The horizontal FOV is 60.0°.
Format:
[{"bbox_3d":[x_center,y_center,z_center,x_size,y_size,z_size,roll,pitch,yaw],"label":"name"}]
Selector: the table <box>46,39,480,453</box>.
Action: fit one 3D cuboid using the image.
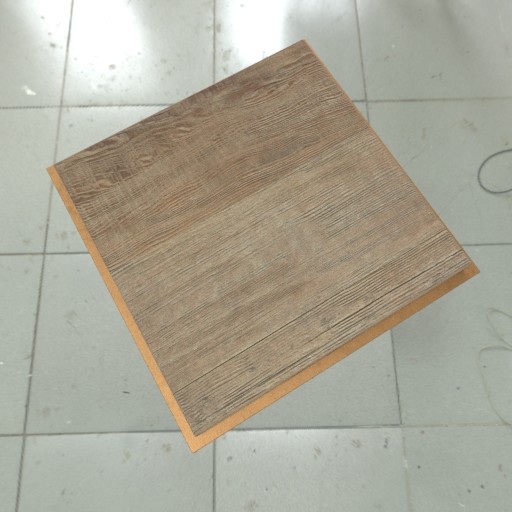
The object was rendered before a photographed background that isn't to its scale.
[{"bbox_3d":[0.000,0.000,1.090,0.599,0.584,0.599,-30,76,-8],"label":"table"}]
